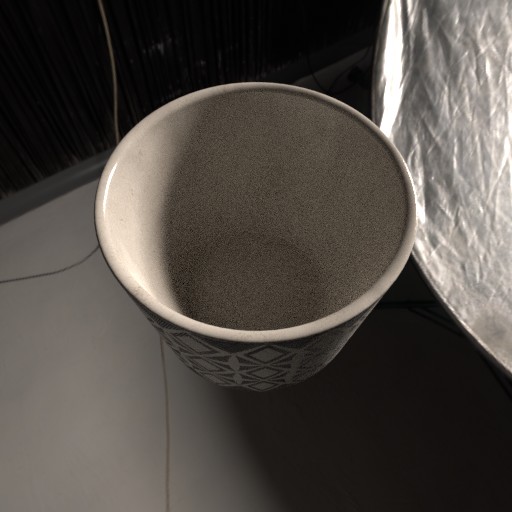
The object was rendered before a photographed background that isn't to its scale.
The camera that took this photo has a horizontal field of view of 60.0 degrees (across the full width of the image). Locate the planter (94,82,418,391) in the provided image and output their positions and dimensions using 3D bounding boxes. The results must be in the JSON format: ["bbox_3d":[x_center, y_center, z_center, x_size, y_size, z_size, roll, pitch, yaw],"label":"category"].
[{"bbox_3d":[0.000,0.000,0.455,0.260,0.220,0.260,0,60,0],"label":"planter"}]
